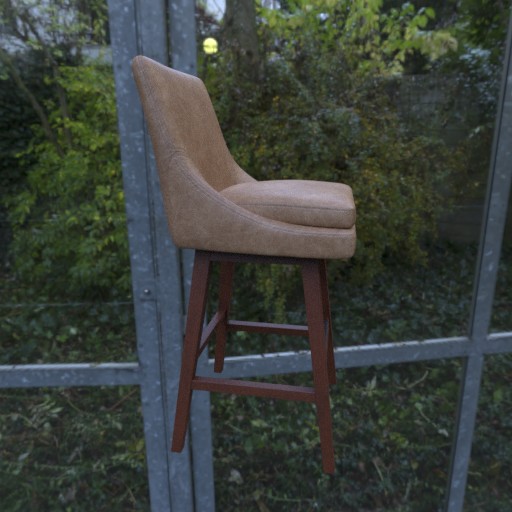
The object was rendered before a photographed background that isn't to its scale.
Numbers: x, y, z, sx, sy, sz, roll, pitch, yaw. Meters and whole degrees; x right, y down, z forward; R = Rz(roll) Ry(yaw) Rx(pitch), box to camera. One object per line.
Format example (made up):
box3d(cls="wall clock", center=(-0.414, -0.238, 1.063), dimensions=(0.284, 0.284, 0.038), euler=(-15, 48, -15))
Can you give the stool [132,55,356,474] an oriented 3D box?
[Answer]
box3d(cls="stool", center=(0.000, 0.000, 1.347), dimensions=(0.572, 1.079, 0.487), euler=(3, 15, 10))
